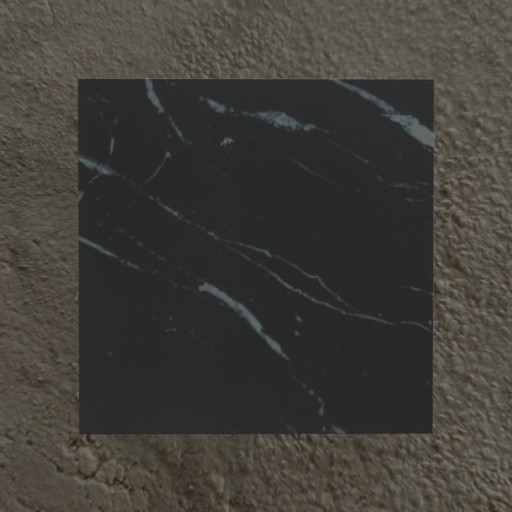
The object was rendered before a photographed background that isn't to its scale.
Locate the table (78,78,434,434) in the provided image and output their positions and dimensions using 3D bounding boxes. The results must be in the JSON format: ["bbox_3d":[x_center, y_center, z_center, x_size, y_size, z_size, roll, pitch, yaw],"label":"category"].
[{"bbox_3d":[0.000,0.000,1.222,0.800,0.450,0.800,0,91,0],"label":"table"}]
